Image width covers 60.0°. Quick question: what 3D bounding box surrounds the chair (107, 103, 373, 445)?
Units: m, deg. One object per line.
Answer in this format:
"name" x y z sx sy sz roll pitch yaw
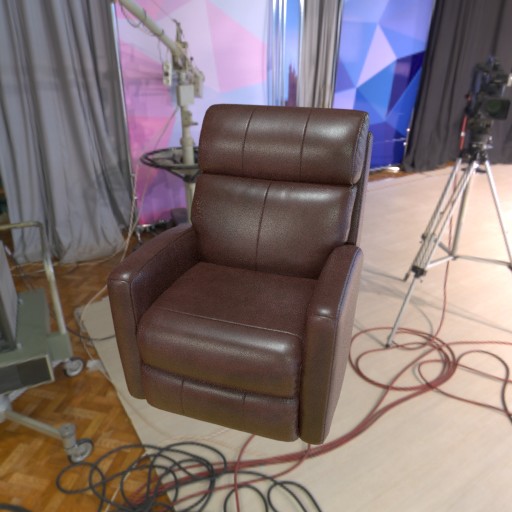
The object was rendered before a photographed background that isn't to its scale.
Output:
"chair" 0.000 0.000 1.715 0.787 1.016 0.939 8 27 16
